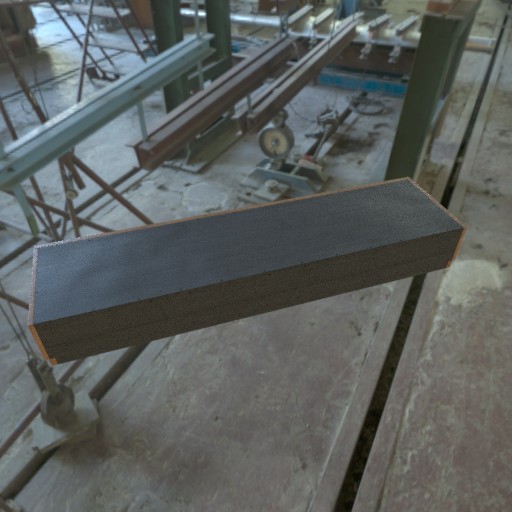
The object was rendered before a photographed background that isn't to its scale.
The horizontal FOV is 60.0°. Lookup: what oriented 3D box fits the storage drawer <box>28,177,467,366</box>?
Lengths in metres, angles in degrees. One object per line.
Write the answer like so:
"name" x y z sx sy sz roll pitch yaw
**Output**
"storage drawer" 0.000 0.000 2.231 2.032 0.264 0.538 -12 42 -14
